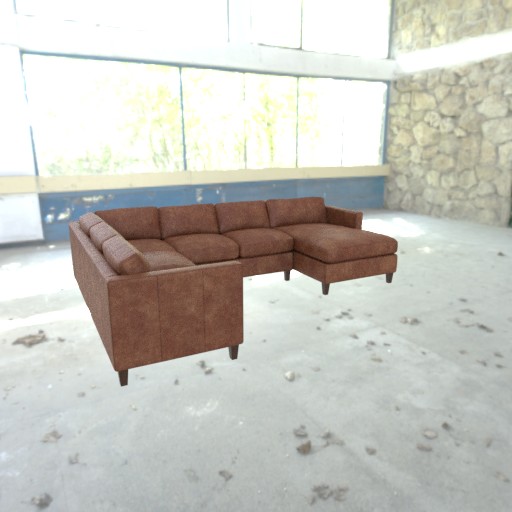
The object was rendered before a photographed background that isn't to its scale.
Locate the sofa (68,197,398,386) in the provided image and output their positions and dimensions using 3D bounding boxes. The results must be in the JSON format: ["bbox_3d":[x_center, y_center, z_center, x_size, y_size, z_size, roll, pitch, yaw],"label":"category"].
[{"bbox_3d":[0.000,0.000,4.573,3.324,0.888,2.452,-7,16,-27],"label":"sofa"}]
